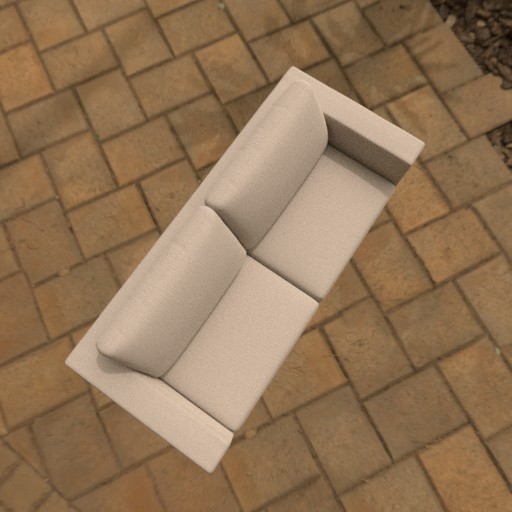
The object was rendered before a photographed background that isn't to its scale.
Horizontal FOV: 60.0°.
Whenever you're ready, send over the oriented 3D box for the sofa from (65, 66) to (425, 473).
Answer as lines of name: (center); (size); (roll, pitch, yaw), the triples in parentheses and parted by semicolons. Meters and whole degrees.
sofa: (0.000, 0.000, 2.613); (0.954, 0.881, 2.163); (34, 78, 8)
